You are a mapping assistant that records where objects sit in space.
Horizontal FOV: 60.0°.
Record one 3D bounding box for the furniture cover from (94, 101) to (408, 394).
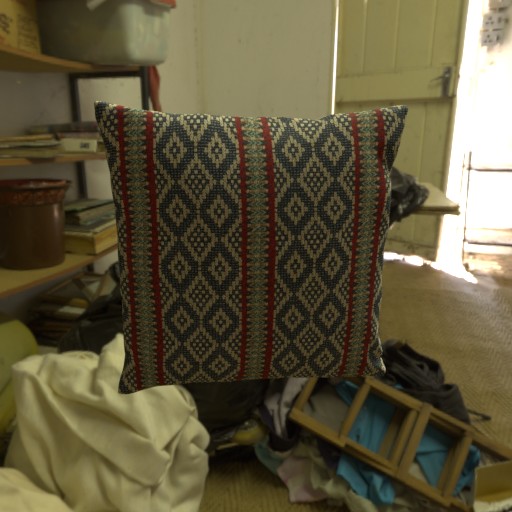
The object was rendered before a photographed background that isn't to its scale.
[{"bbox_3d":[0.000,0.000,0.657,0.431,0.431,0.139,-2,16,-7],"label":"furniture cover"}]
